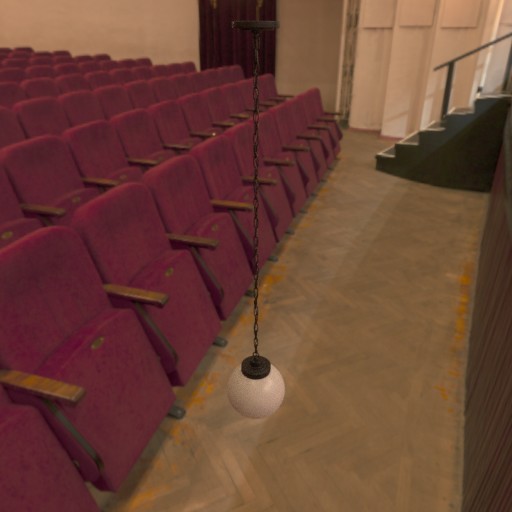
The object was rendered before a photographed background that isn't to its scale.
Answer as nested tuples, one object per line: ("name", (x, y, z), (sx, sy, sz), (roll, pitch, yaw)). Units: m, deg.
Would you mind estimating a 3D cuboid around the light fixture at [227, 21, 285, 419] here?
("light fixture", (0.000, 0.000, 1.996), (0.305, 1.867, 0.304), (8, 28, 16))
